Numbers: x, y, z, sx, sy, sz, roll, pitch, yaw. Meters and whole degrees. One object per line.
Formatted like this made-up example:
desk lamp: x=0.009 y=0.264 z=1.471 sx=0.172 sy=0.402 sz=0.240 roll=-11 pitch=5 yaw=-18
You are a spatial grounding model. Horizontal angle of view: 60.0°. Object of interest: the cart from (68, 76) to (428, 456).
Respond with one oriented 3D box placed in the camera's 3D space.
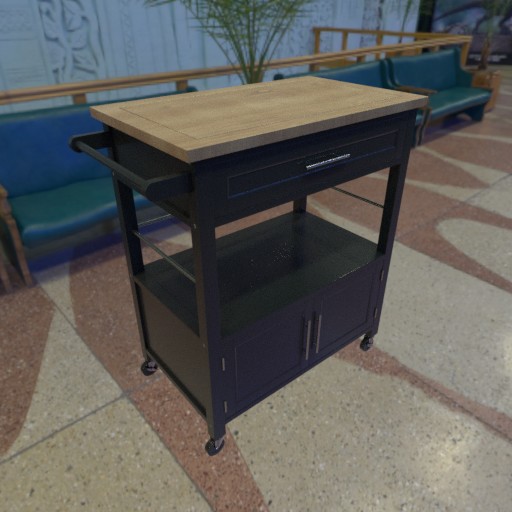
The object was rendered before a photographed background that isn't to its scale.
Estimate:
cart: x=0.000 y=0.000 z=1.356 sx=0.840 sy=0.901 sz=0.459 roll=-23 pitch=37 yaw=-33
